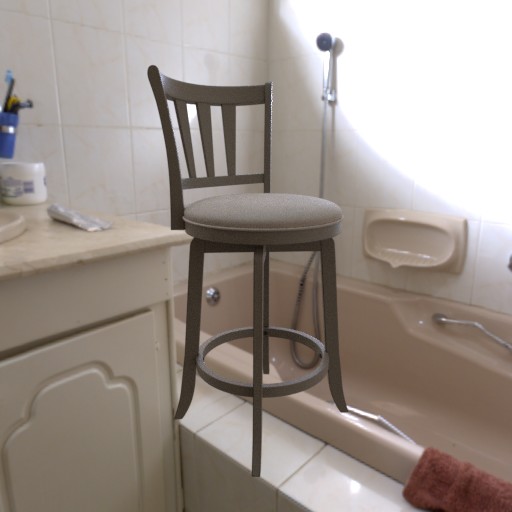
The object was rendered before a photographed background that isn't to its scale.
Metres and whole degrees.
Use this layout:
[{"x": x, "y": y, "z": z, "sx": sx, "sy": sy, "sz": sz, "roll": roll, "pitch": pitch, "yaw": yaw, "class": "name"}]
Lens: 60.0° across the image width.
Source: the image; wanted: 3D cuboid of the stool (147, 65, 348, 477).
[{"x": 0.000, "y": 0.000, "z": 1.260, "sx": 0.450, "sy": 0.994, "sz": 0.486, "roll": -14, "pitch": 20, "yaw": -43, "class": "stool"}]
